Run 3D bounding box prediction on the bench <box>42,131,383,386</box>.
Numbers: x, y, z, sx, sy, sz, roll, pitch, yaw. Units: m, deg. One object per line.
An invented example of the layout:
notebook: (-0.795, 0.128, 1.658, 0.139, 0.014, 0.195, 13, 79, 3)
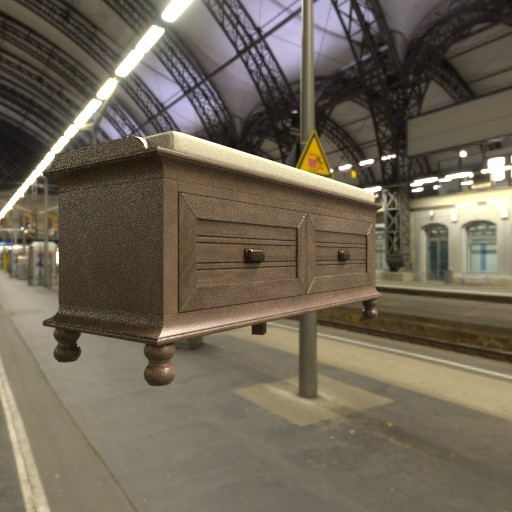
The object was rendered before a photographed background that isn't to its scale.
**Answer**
bench: (0.000, 0.000, 1.418, 0.402, 0.501, 1.185, 0, 0, 36)
